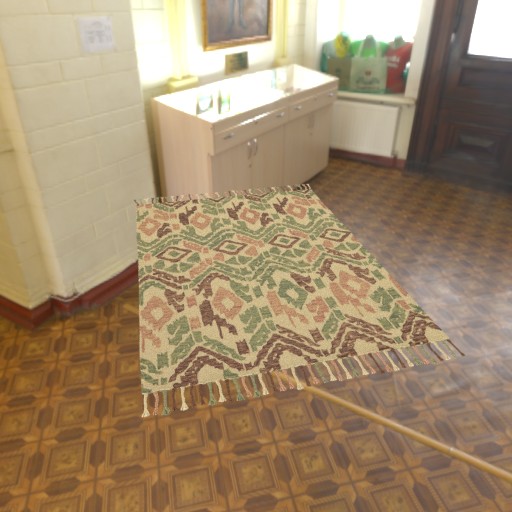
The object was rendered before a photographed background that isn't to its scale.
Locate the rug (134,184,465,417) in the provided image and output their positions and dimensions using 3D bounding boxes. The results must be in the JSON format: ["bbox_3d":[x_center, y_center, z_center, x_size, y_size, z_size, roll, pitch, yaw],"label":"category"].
[{"bbox_3d":[0.000,0.000,2.296,1.219,0.010,1.829,-7,31,-12],"label":"rug"}]
